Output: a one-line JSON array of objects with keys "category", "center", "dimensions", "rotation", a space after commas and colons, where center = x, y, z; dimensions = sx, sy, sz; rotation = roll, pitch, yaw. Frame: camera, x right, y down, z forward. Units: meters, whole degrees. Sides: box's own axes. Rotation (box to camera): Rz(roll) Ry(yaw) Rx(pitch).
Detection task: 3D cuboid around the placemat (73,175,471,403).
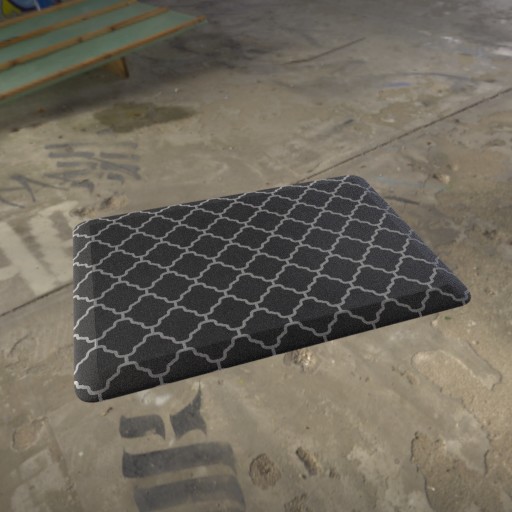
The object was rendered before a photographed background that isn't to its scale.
[{"category": "placemat", "center": [0.000, 0.000, 0.964], "dimensions": [0.762, 0.021, 0.508], "rotation": [-12, 43, -13]}]
